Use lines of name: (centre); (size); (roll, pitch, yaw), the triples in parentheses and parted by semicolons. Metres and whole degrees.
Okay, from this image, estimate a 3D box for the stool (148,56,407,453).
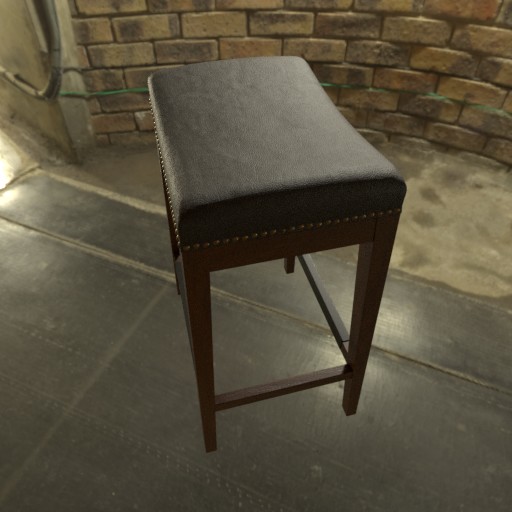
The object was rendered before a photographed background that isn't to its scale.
stool: (0.000, 0.000, 0.935); (0.353, 0.664, 0.490); (-10, 46, -10)
